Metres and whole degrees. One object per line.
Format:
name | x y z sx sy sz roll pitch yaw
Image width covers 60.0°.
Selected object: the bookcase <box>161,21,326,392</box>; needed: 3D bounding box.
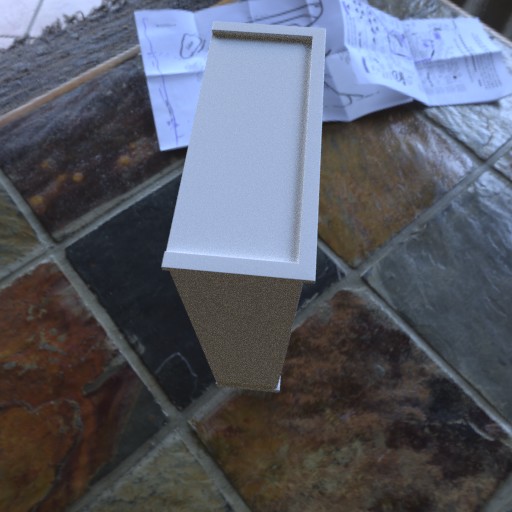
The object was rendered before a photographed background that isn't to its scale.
bookcase | 0.000 0.000 2.306 0.432 1.880 1.050 5 64 2
